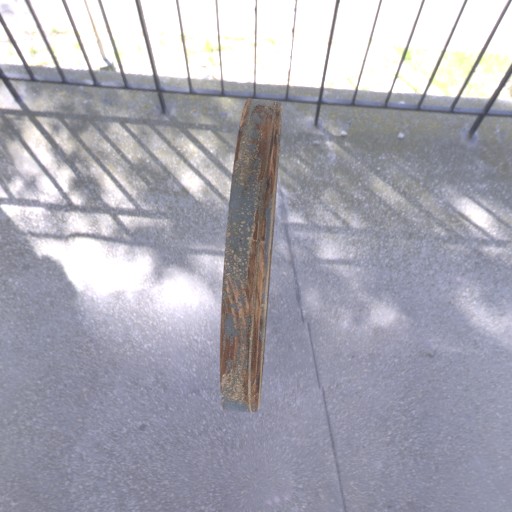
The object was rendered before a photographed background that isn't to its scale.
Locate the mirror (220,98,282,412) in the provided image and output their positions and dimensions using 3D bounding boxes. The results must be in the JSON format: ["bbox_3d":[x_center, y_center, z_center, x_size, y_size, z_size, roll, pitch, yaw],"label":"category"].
[{"bbox_3d":[0.000,0.000,0.878,0.061,0.585,0.585,4,63,2],"label":"mirror"}]
